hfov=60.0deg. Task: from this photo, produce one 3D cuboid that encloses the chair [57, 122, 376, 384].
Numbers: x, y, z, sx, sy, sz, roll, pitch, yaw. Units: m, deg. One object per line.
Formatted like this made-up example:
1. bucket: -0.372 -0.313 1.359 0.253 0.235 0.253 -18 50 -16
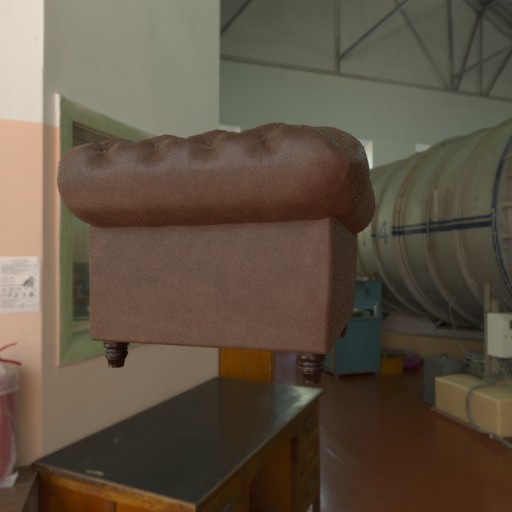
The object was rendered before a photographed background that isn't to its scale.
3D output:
1. chair: 0.000 0.000 1.852 0.954 0.784 1.298 0 0 16
